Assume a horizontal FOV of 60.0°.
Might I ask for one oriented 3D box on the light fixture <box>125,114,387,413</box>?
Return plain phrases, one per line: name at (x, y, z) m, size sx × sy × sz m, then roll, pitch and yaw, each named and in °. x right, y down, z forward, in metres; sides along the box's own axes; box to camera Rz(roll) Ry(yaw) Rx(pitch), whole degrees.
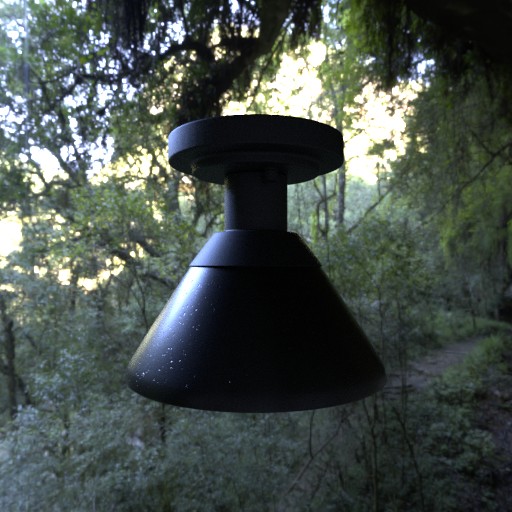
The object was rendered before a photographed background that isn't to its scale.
light fixture at (0.000, 0.000, 0.355) m, size 0.200 × 0.183 × 0.200 m, roll 0°, pitch -1°, yaw 0°
